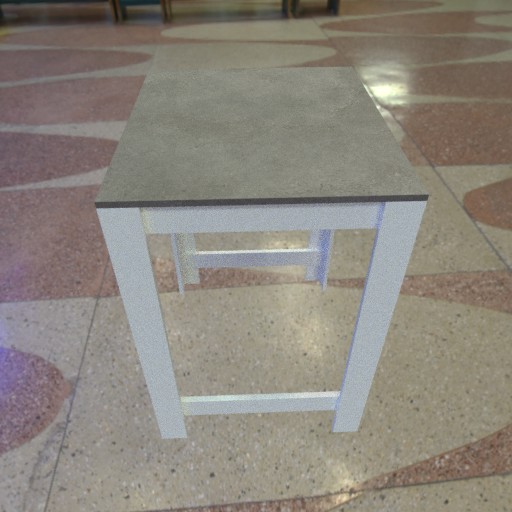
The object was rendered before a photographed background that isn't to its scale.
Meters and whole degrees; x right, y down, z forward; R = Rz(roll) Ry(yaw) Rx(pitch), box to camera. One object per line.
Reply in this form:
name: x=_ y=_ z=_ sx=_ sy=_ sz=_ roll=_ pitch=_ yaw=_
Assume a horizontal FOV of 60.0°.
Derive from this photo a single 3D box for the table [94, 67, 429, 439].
table: x=0.000 y=0.000 z=1.560 sx=0.700 sy=1.020 sz=0.800 roll=-2 pitch=41 yaw=-2
